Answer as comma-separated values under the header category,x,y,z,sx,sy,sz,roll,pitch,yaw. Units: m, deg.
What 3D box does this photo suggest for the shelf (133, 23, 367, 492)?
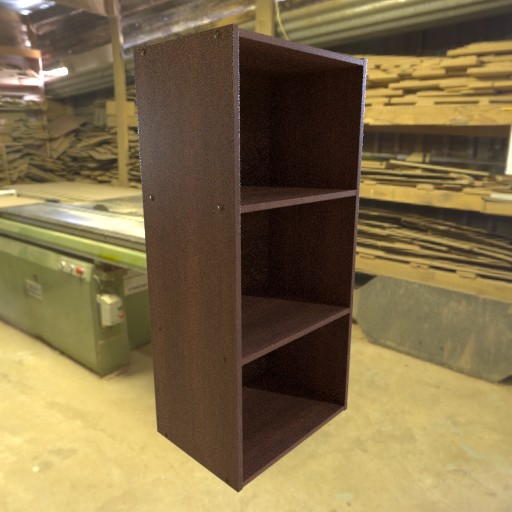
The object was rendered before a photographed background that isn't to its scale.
category,x,y,z,sx,sy,sz,roll,pitch,yaw
shelf,0.000,0.000,1.044,0.290,0.879,0.414,13,19,42
